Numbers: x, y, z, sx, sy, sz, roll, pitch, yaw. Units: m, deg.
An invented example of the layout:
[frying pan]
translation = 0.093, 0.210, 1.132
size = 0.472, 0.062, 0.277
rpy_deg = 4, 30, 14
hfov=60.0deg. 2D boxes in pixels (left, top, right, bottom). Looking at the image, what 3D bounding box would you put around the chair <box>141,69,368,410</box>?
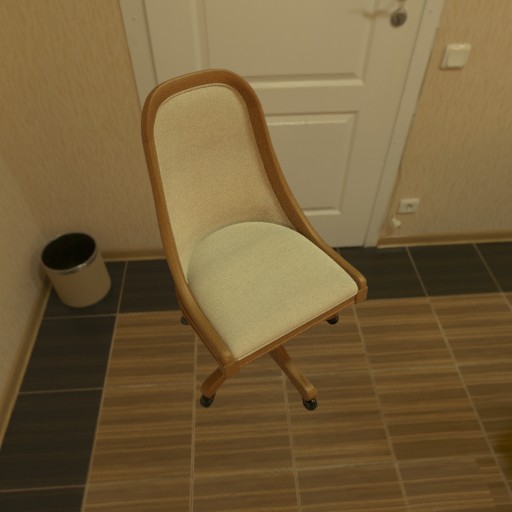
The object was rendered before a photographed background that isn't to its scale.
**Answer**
[chair]
translation = 0.000, 0.000, 1.554
size = 0.702, 1.009, 0.811
rpy_deg = -25, 52, -22
